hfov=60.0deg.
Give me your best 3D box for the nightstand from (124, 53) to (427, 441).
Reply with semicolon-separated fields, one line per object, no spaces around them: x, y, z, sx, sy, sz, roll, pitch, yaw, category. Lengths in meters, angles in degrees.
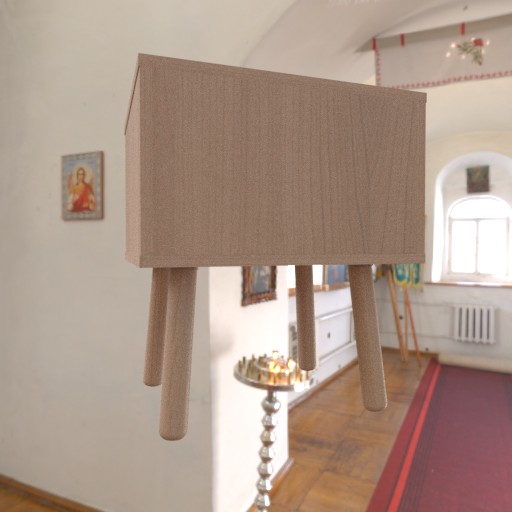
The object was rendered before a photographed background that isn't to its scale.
0.000;0.000;0.825;0.450;0.530;0.380;0;1;-19;nightstand
